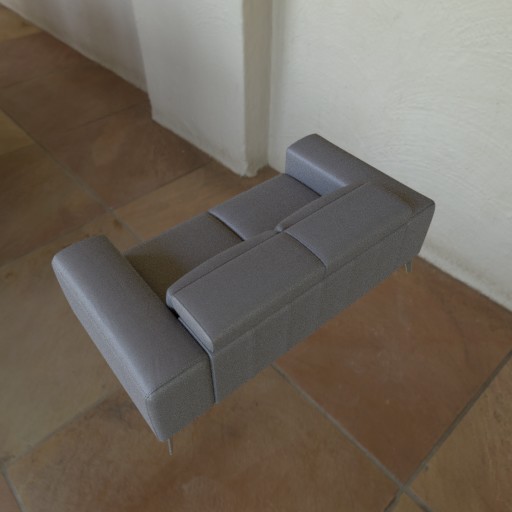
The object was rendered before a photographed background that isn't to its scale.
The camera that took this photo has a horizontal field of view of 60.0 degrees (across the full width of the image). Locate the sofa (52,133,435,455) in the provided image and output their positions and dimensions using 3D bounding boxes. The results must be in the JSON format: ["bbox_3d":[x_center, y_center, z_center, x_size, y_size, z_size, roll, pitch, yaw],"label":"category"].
[{"bbox_3d":[0.000,0.000,2.553,1.930,0.753,1.024,-30,53,-26],"label":"sofa"}]
